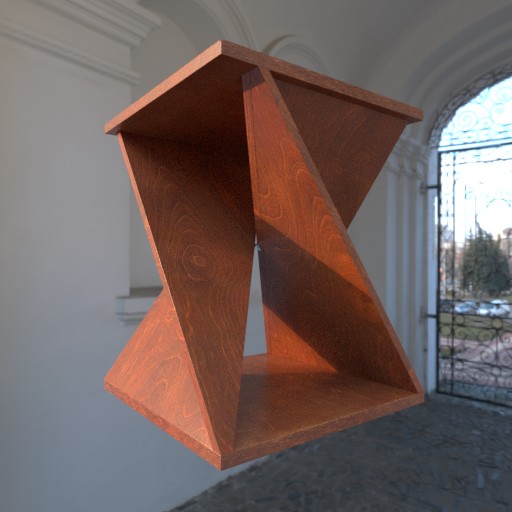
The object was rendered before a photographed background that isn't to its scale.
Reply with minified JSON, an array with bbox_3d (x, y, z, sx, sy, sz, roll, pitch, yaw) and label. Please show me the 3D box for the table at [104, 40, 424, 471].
[{"bbox_3d":[0.000,0.000,0.831,0.427,0.520,0.427,0,-1,-37],"label":"table"}]
